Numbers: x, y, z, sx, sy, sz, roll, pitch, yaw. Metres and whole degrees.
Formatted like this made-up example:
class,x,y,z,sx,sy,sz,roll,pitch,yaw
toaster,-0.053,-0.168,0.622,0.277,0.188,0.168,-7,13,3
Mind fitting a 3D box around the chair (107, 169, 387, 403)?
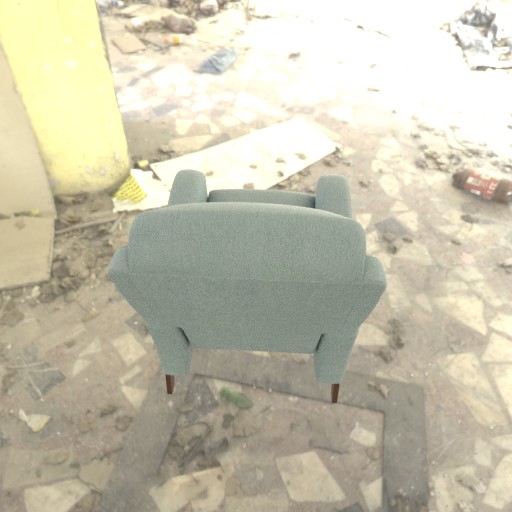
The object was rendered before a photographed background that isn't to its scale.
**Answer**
class,x,y,z,sx,sy,sz,roll,pitch,yaw
chair,0.000,0.000,1.748,0.785,1.067,0.988,2,46,2
